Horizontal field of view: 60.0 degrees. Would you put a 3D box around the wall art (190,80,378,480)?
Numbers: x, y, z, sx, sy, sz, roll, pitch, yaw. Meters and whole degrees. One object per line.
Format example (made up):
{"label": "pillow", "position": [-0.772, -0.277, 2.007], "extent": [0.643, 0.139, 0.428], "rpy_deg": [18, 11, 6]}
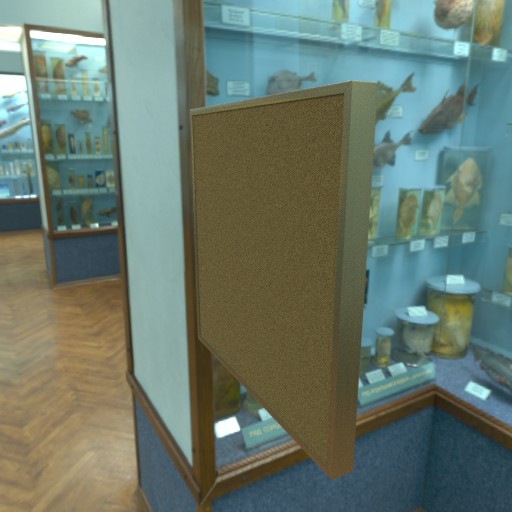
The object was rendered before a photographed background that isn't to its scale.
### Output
{"label": "wall art", "position": [0.000, 0.000, 0.758], "extent": [0.037, 0.505, 0.505], "rpy_deg": [-8, 16, -27]}
